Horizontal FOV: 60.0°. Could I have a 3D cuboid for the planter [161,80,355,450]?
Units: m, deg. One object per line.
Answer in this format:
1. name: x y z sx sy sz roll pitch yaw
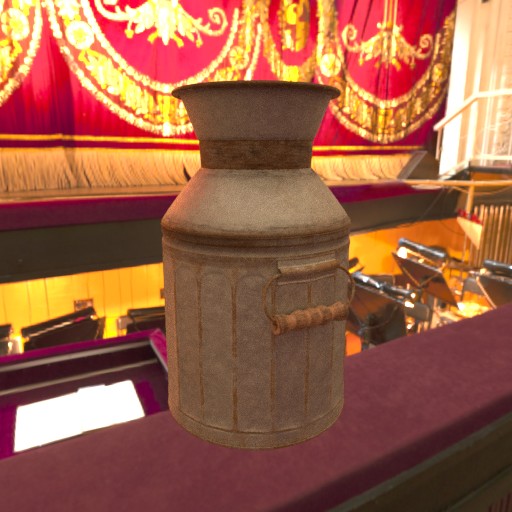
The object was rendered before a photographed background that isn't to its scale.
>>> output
1. planter: 0.000 0.000 0.512 0.215 0.358 0.248 -8 16 -28
